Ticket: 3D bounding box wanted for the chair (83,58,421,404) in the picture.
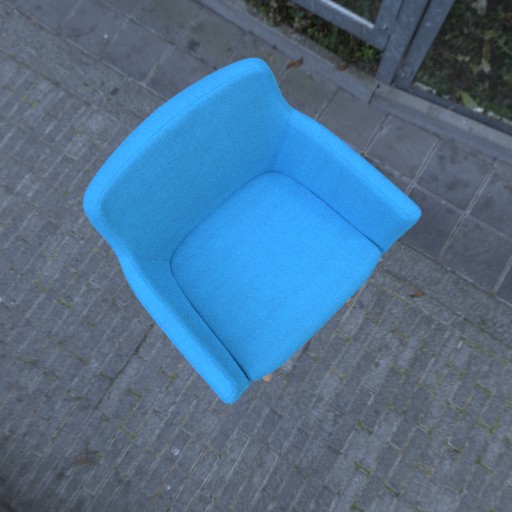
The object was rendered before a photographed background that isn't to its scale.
[{"bbox_3d":[0.000,0.000,1.161,0.570,0.780,0.540,-43,80,-10],"label":"chair"}]
